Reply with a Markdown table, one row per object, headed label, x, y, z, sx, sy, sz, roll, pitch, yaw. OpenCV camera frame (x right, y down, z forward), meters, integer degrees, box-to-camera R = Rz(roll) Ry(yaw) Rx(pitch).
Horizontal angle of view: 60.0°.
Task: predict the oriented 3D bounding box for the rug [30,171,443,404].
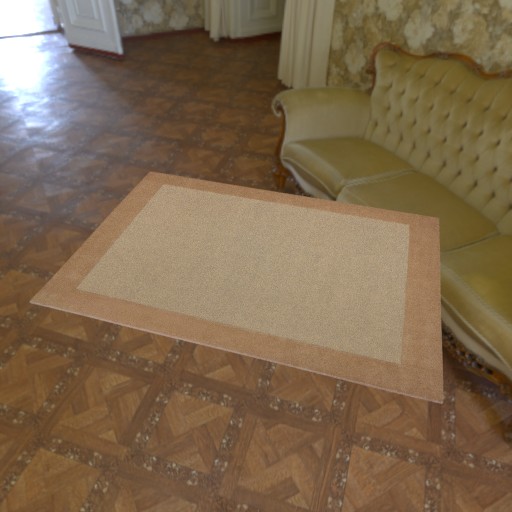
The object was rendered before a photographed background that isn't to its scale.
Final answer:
| label | x | y | z | sx | sy | sz | roll | pitch | yaw |
| --- | --- | --- | --- | --- | --- | --- | --- | --- | --- |
| rug | 0.000 | 0.000 | 2.299 | 1.829 | 0.014 | 1.219 | 11 | 42 | 12 |
